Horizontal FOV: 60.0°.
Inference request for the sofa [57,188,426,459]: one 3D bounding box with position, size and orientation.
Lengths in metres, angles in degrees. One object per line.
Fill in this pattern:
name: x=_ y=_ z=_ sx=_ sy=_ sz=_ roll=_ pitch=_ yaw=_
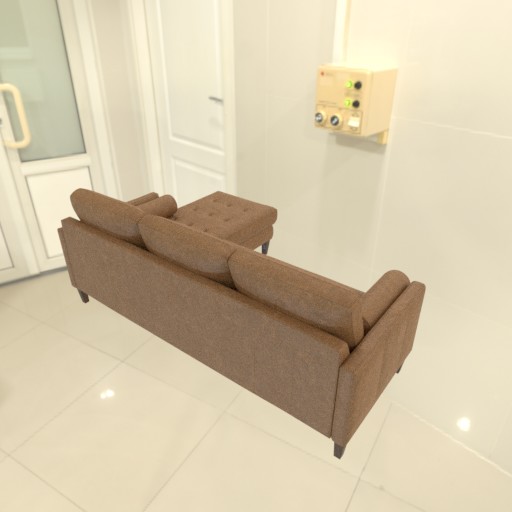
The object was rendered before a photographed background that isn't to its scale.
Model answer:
sofa: x=0.000 y=0.000 z=2.941 sx=2.178 sy=0.876 sz=1.506 roll=21 pitch=36 yaw=32
